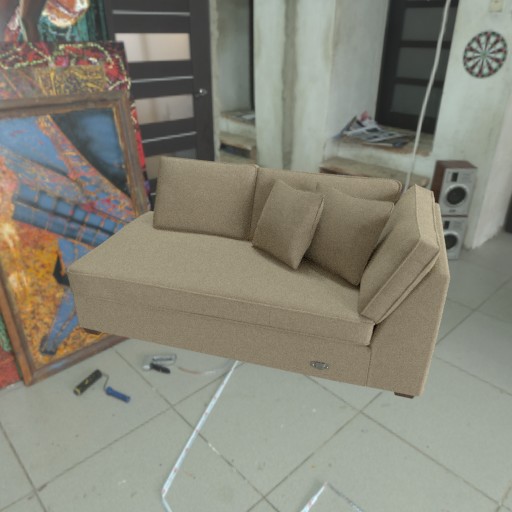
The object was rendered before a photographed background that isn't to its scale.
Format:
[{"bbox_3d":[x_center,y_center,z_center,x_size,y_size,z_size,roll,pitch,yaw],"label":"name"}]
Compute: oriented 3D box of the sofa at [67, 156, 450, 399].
[{"bbox_3d":[0.000,0.000,2.939,2.237,1.033,1.110,8,28,16],"label":"sofa"}]
